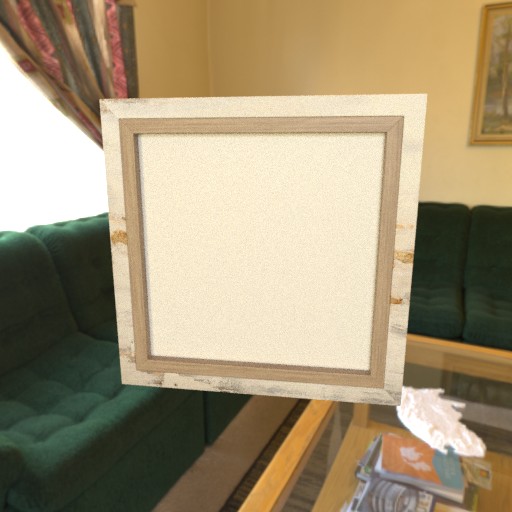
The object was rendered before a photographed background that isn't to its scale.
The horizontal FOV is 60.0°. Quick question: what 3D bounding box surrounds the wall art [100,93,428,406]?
[{"bbox_3d":[0.000,0.000,1.114,0.753,0.755,0.038,2,14,8],"label":"wall art"}]
